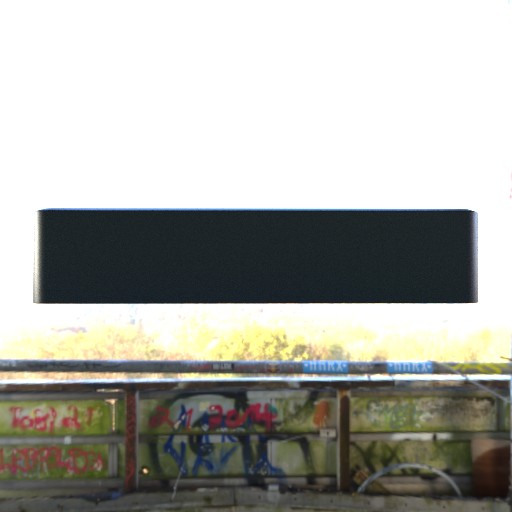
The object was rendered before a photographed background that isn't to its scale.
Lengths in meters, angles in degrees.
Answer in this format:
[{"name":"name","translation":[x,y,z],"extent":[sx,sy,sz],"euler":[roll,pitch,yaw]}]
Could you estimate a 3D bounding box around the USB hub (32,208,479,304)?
[{"name":"USB hub","translation":[0.000,0.000,0.127],"extent":[0.110,0.023,0.044],"euler":[0,0,-1]}]
